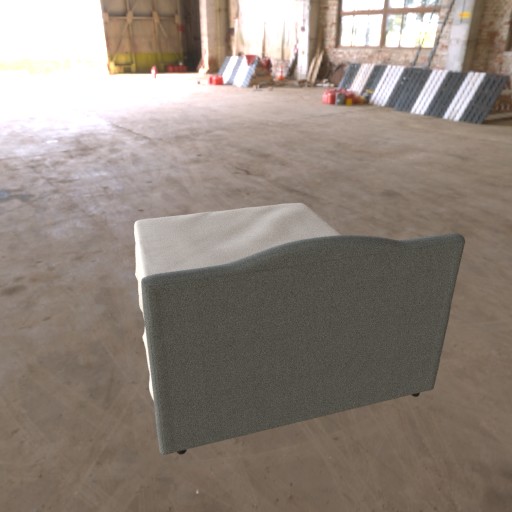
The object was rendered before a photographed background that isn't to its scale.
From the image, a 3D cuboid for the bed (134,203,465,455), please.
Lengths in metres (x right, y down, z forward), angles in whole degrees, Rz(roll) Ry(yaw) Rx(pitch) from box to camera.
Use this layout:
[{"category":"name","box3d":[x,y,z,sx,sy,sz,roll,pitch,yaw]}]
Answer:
[{"category":"bed","box3d":[0.000,0.000,4.018,2.161,1.457,2.689,-8,28,-15]}]
